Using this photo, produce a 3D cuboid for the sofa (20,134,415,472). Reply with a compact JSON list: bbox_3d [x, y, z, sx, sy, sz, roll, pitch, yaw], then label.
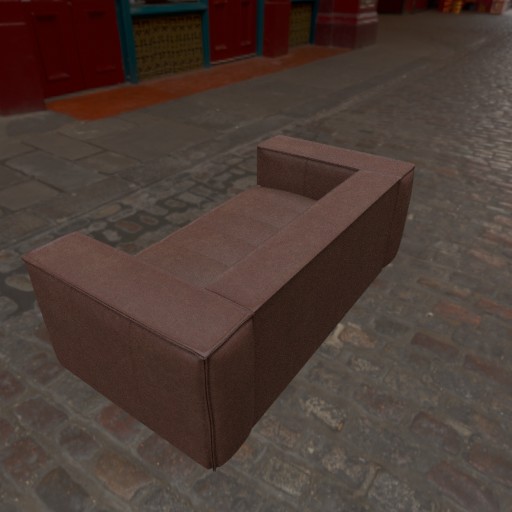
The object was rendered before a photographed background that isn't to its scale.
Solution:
[{"bbox_3d":[0.000,0.000,2.525,1.102,0.703,2.088,21,38,29],"label":"sofa"}]
